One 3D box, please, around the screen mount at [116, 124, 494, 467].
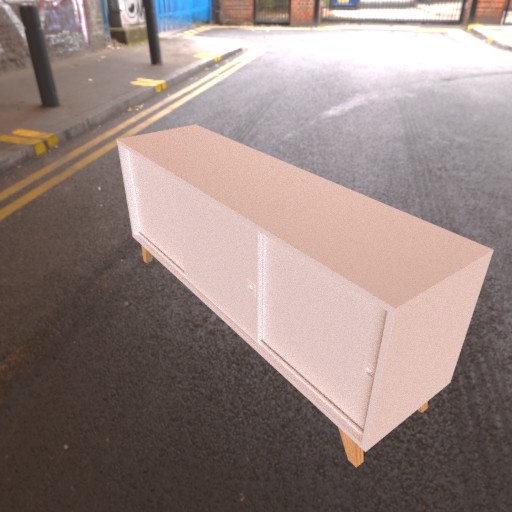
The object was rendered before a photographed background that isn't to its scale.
[{"bbox_3d":[0.000,0.000,1.702,0.400,0.619,1.490,-22,38,-31],"label":"screen mount"}]
